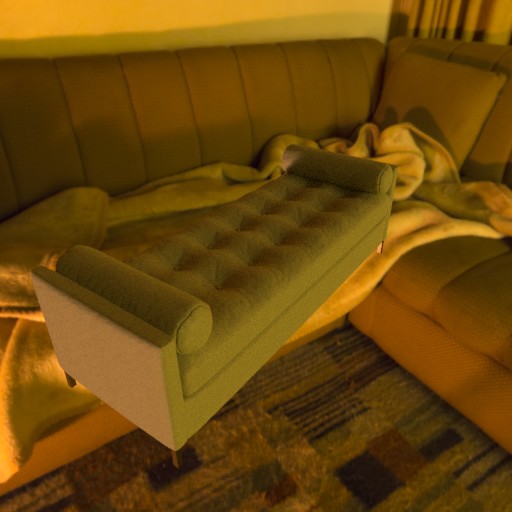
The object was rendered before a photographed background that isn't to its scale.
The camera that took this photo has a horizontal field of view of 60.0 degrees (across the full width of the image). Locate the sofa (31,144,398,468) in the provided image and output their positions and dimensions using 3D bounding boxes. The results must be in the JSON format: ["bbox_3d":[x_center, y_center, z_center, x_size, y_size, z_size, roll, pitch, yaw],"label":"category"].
[{"bbox_3d":[0.000,0.000,2.469,0.796,0.705,2.102,21,37,30],"label":"sofa"}]
